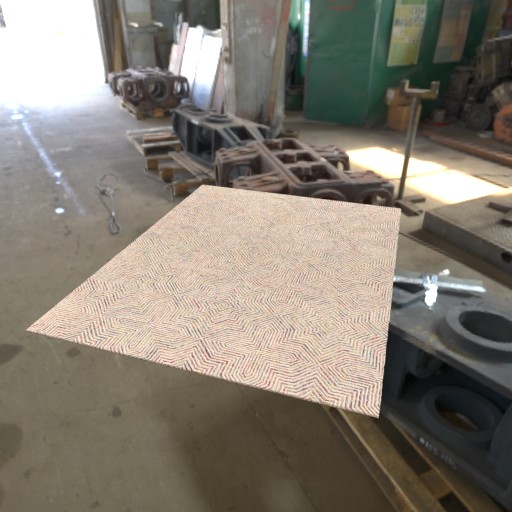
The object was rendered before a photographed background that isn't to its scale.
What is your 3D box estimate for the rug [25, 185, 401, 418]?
[{"bbox_3d":[0.000,0.000,4.060,2.442,0.008,3.046,9,31,16],"label":"rug"}]
